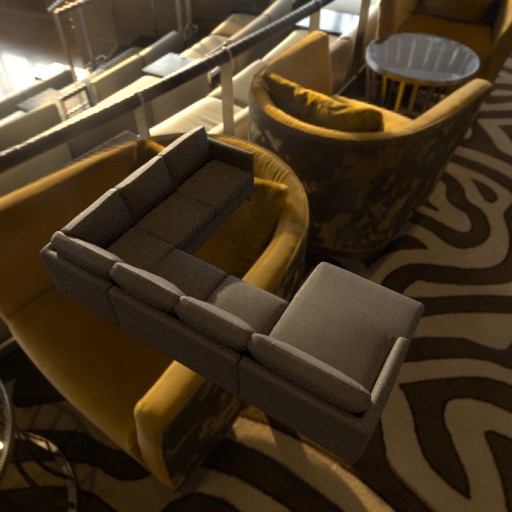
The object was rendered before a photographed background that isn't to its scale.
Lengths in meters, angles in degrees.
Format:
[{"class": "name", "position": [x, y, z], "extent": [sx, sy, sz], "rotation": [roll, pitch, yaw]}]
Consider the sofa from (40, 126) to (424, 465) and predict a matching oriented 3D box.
[{"class": "sofa", "position": [0.000, 0.000, 4.642], "extent": [3.460, 0.961, 2.594], "rotation": [24, 51, 21]}]
